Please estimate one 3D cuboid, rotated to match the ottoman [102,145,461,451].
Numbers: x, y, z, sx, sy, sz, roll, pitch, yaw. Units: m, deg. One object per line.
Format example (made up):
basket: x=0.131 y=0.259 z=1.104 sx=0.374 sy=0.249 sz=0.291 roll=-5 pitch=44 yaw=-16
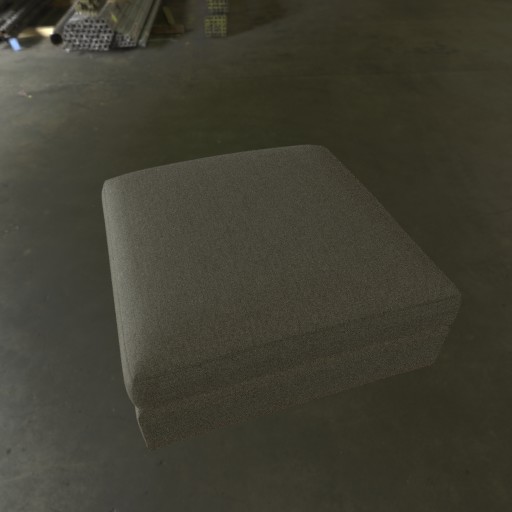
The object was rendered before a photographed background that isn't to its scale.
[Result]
ottoman: x=0.000 y=0.000 z=1.673 sx=1.041 sy=0.470 sz=1.041 roll=-12 pitch=44 yaw=-13
